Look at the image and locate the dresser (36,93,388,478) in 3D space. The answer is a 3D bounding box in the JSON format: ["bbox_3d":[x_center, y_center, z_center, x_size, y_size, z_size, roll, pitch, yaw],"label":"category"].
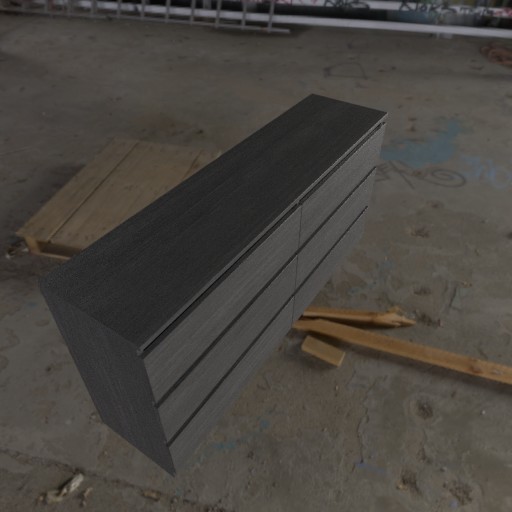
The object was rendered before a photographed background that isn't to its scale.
[{"bbox_3d":[0.000,0.000,1.904,0.400,0.795,1.590,24,47,25],"label":"dresser"}]
